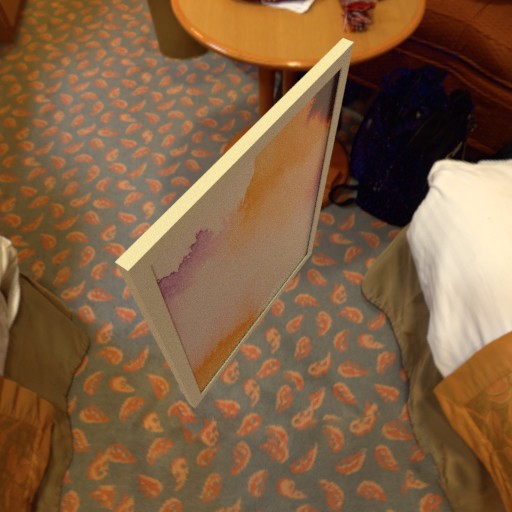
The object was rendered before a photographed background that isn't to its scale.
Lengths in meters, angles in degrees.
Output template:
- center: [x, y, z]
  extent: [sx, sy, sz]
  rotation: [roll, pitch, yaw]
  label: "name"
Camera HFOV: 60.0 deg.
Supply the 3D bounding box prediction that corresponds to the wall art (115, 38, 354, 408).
- center: [0.000, 0.000, 1.113]
  extent: [0.026, 0.811, 0.661]
  rotation: [31, 63, 18]
  label: "wall art"
